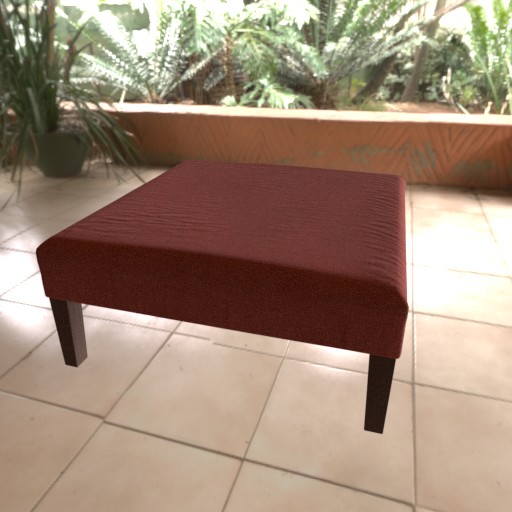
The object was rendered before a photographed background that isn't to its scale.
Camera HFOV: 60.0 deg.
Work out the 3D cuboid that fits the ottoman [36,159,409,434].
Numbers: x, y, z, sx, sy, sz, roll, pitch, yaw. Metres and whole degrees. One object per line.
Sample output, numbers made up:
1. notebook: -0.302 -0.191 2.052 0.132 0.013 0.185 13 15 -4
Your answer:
1. ottoman: 0.000 0.000 1.427 0.890 0.411 0.889 7 27 15
